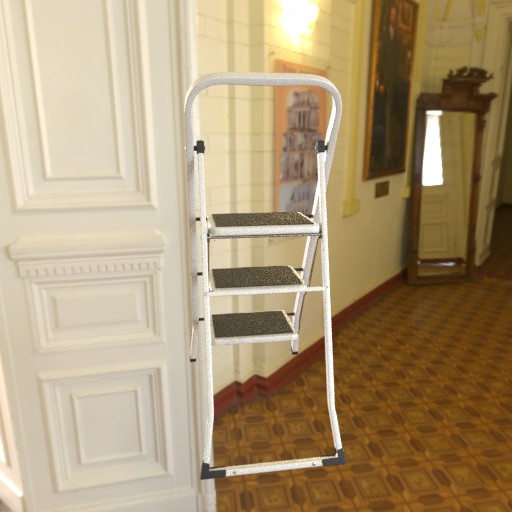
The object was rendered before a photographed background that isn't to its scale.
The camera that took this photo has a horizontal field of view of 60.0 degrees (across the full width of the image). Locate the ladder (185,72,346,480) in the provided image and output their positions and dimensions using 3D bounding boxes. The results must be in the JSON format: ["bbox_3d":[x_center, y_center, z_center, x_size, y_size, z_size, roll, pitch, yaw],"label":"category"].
[{"bbox_3d":[0.000,0.000,1.422,0.460,1.050,0.711,-2,15,-8],"label":"ladder"}]
